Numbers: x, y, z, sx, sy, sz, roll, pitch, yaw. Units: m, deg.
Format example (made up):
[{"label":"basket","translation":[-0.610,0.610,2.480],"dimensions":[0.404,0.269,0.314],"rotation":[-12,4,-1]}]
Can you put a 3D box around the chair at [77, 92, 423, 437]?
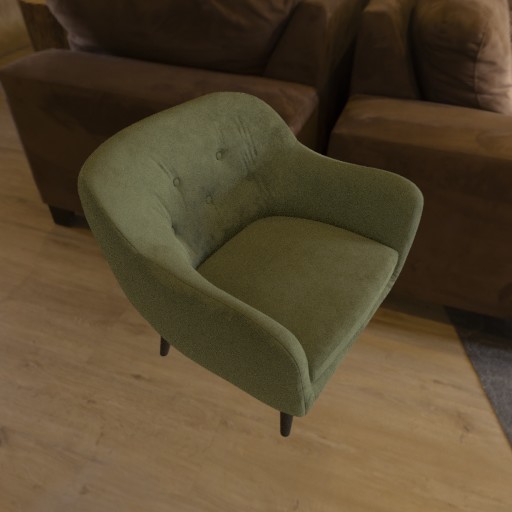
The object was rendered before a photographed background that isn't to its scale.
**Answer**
[{"label":"chair","translation":[0.000,0.000,1.472],"dimensions":[0.819,0.804,0.840],"rotation":[25,47,26]}]
